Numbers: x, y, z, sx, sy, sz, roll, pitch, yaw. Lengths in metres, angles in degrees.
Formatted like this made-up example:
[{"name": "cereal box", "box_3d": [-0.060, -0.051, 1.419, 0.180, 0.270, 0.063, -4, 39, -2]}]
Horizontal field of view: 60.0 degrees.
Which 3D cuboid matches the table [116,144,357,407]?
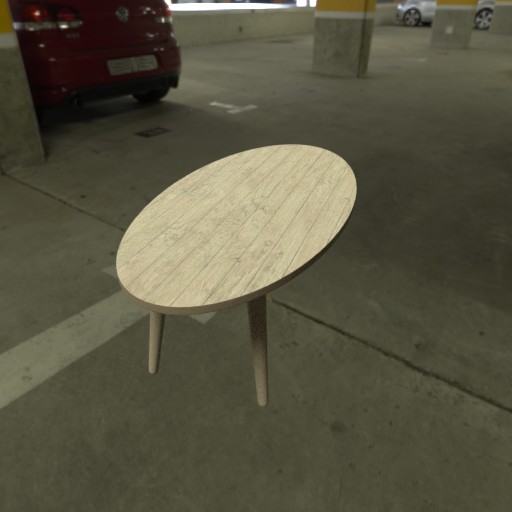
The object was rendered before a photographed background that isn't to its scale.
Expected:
[{"name": "table", "box_3d": [0.000, 0.000, 1.361, 0.542, 0.390, 1.083, 11, 32, 17]}]
